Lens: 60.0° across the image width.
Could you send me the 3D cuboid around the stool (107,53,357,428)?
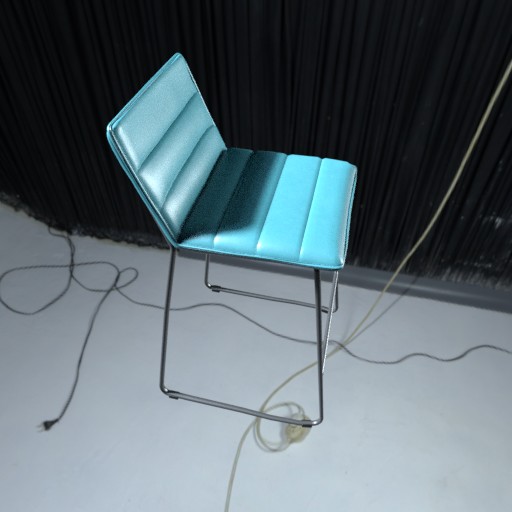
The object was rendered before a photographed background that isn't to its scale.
[{"bbox_3d":[0.000,0.000,1.235,0.524,0.936,0.489,10,46,9],"label":"stool"}]
